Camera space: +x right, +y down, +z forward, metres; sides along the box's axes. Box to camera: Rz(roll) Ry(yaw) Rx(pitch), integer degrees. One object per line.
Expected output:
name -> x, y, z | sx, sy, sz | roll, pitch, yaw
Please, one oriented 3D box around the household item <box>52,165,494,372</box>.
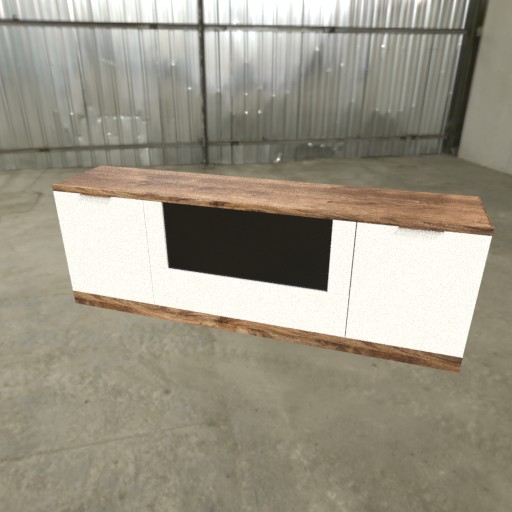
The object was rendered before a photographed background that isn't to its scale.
household item -> 0.000, 0.000, 2.025 | 1.800, 0.615, 0.390 | 7, 26, 16
